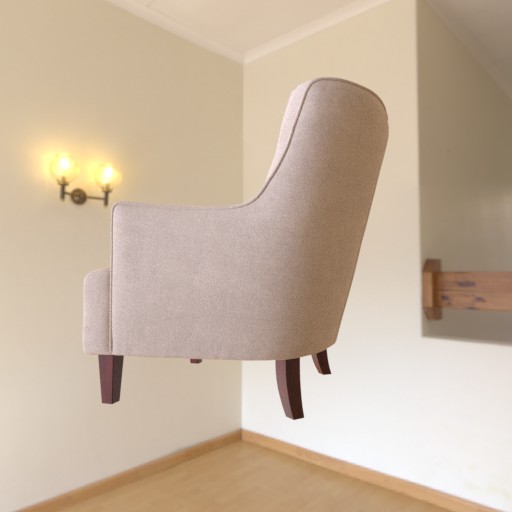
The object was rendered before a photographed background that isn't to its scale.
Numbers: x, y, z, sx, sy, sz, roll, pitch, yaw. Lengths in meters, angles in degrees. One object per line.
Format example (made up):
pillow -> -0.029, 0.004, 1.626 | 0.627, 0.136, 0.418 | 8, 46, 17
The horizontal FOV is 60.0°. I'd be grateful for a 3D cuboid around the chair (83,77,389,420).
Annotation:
chair -> 0.000, 0.000, 1.572 | 0.910, 0.920, 0.781 | -1, -2, 17
